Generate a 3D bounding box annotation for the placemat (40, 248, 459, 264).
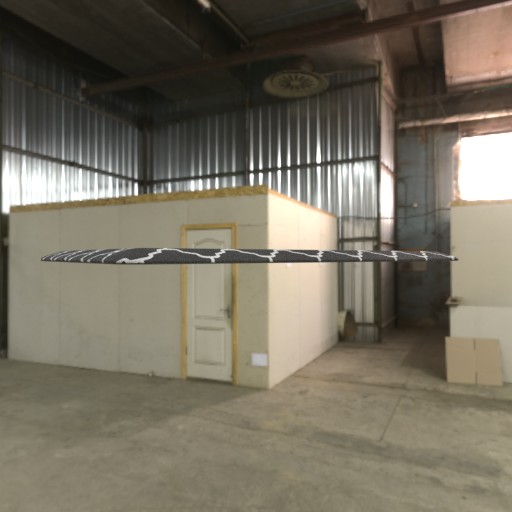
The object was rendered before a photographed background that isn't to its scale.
[{"bbox_3d":[0.000,0.000,0.944,0.762,0.021,0.508,0,0,-36],"label":"placemat"}]
